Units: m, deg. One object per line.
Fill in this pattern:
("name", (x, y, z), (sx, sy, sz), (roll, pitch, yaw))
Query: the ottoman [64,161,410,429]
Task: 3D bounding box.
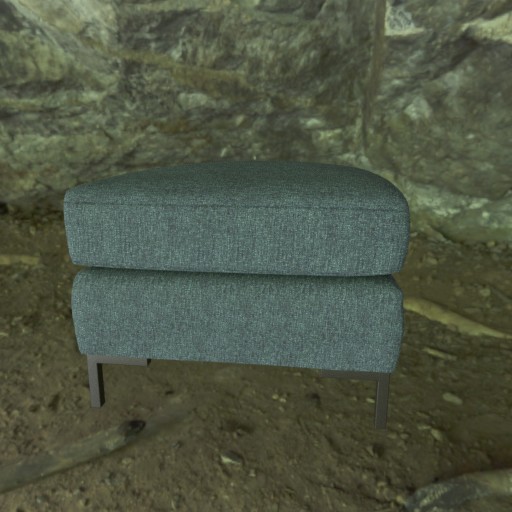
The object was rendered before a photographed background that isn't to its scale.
("ottoman", (0.000, 0.000, 1.279), (0.695, 0.533, 0.831), (2, 13, 7))
